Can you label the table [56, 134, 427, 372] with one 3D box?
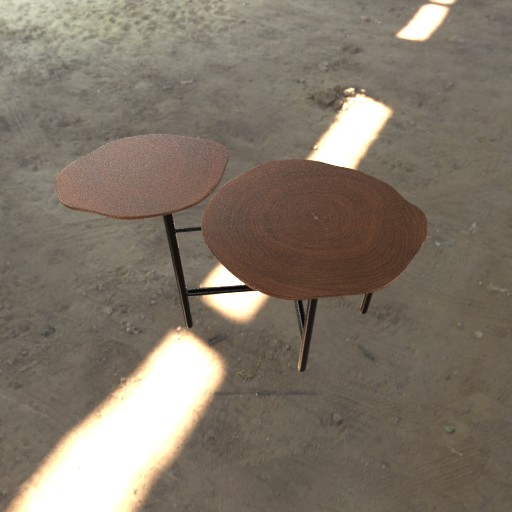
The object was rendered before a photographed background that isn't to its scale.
[{"bbox_3d":[0.000,0.000,1.067,0.759,0.538,0.442,-3,48,-3],"label":"table"}]
